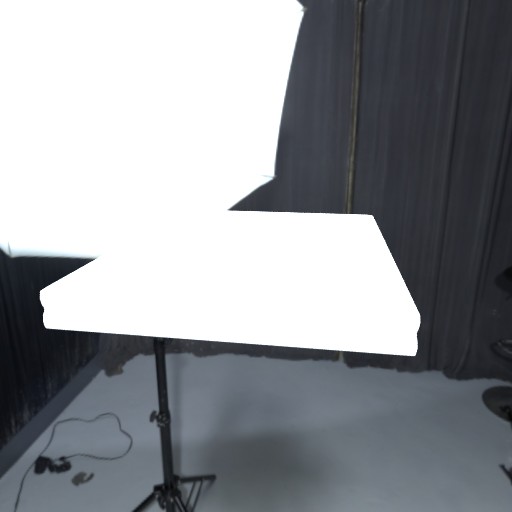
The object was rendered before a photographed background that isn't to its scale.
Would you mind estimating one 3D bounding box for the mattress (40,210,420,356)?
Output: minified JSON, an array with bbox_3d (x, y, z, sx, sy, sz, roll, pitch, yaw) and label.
[{"bbox_3d":[0.000,0.000,2.782,1.600,0.200,2.000,3,16,9],"label":"mattress"}]
